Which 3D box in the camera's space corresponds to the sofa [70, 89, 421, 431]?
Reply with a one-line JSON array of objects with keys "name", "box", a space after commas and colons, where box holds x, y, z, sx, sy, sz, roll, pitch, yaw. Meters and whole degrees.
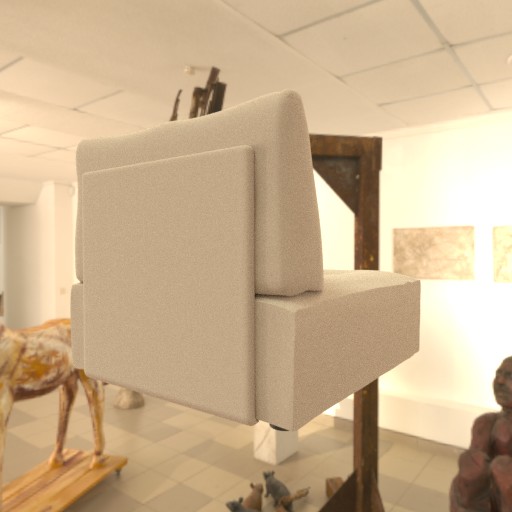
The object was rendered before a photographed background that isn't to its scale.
[{"name": "sofa", "box": [0.000, 0.000, 1.672, 0.935, 0.828, 1.000, 1, 1, 37]}]
